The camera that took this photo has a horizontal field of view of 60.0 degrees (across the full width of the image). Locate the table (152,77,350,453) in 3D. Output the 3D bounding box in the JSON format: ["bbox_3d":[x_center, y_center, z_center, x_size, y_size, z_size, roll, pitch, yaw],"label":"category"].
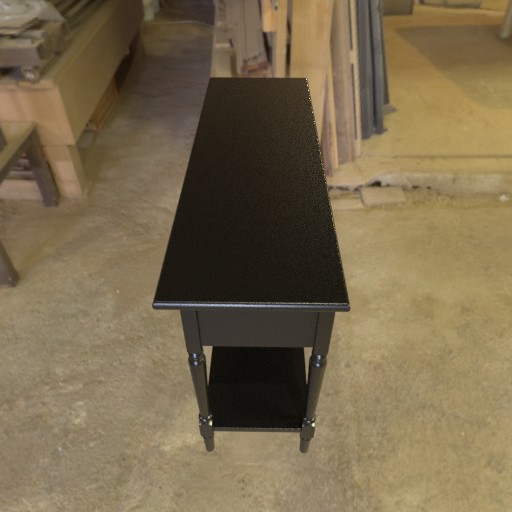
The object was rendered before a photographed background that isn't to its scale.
[{"bbox_3d":[0.000,0.000,1.569,0.386,0.819,1.191,1,42,1],"label":"table"}]
